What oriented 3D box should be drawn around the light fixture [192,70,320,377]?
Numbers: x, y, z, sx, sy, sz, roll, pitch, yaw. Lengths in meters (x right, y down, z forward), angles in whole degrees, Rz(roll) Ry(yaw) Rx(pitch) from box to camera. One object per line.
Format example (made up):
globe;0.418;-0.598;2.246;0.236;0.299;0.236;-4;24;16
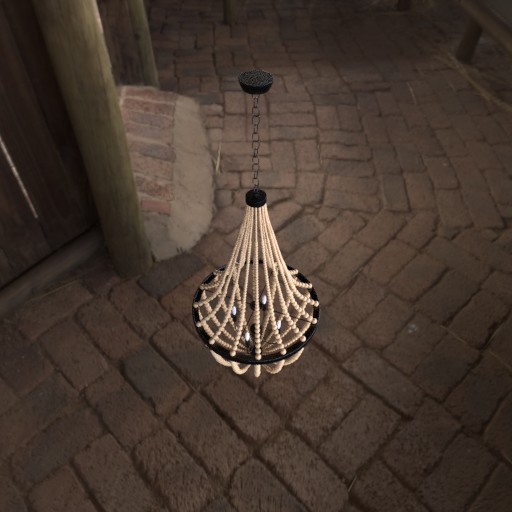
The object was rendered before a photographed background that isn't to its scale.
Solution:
light fixture;0.000;0.000;1.380;0.450;1.133;0.450;0;47;0
